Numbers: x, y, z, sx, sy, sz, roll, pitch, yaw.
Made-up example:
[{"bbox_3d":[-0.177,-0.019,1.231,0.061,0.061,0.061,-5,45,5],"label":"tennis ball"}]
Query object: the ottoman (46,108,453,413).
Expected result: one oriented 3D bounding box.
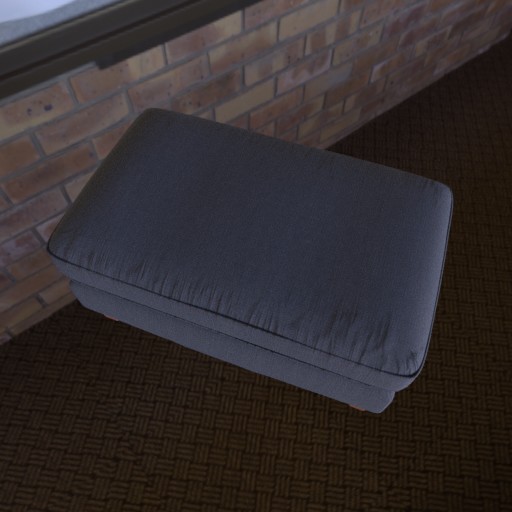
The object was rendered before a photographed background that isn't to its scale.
[{"bbox_3d":[0.000,0.000,1.210,0.885,0.438,0.570,18,60,10],"label":"ottoman"}]
